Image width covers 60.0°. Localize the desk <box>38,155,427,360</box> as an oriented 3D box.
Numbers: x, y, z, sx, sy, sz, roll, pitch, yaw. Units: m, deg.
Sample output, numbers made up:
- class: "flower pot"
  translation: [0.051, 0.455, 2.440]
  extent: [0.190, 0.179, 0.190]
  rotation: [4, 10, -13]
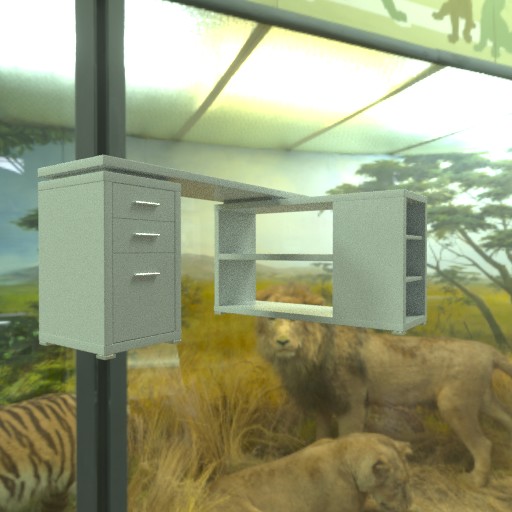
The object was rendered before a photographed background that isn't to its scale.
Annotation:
- class: "desk"
  translation: [0.000, 0.000, 2.160]
  extent: [1.200, 0.753, 1.524]
  rotation: [0, 1, 36]
